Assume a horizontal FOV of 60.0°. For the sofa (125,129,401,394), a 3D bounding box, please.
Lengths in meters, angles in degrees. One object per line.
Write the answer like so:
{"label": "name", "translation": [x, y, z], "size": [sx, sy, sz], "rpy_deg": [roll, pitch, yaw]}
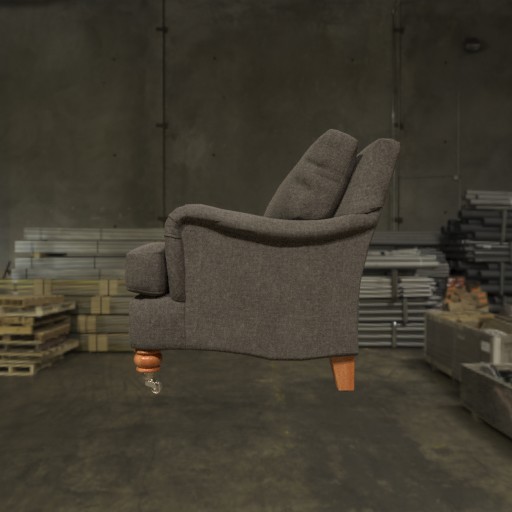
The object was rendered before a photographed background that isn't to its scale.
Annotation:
{"label": "sofa", "translation": [0.000, 0.000, 2.735], "size": [1.087, 1.054, 2.160], "rpy_deg": [0, 1, -1]}
